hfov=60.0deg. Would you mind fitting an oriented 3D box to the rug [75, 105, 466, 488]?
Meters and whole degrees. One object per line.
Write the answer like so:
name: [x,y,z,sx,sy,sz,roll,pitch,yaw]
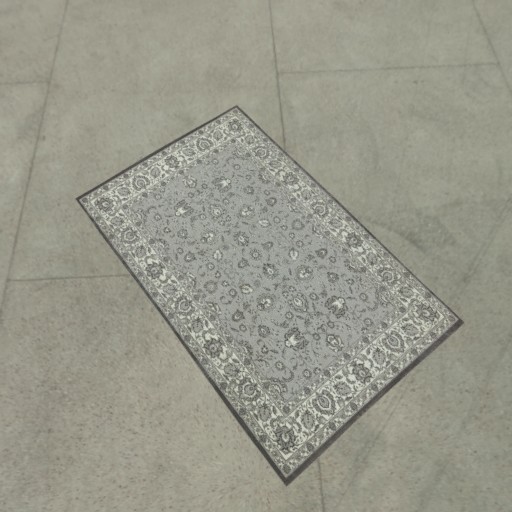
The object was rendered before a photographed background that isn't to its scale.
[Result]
rug: [0.000,0.000,3.073,1.524,0.011,2.438,-35,68,-16]
